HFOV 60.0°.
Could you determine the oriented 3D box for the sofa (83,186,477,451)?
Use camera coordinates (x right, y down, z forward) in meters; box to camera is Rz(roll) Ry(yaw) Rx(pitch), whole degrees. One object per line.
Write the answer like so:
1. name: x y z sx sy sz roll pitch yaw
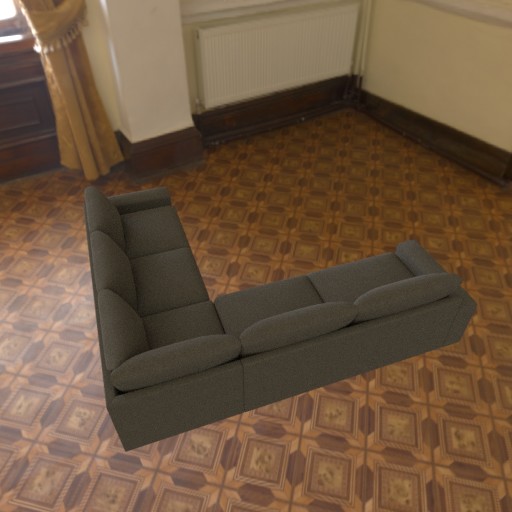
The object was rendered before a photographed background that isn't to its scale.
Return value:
1. sofa: 0.000 0.000 4.727 3.277 0.965 2.895 -13 43 -15
